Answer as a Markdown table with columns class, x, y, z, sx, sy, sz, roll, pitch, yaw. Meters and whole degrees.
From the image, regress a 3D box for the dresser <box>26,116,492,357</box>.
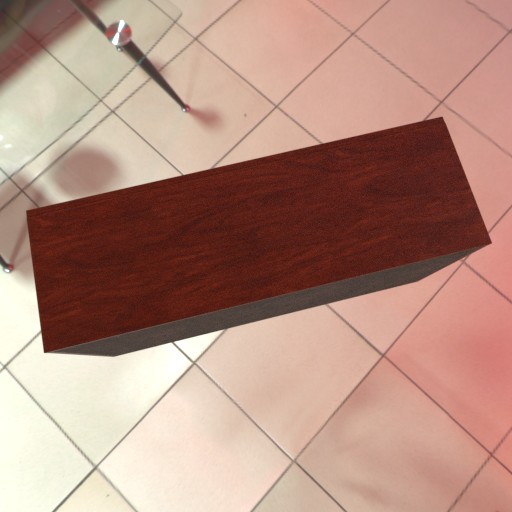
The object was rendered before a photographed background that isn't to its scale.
| class | x | y | z | sx | sy | sz | roll | pitch | yaw |
| --- | --- | --- | --- | --- | --- | --- | --- | --- | --- |
| dresser | 0.000 | 0.000 | 1.901 | 1.472 | 0.889 | 0.500 | -13 | 77 | -3 |
